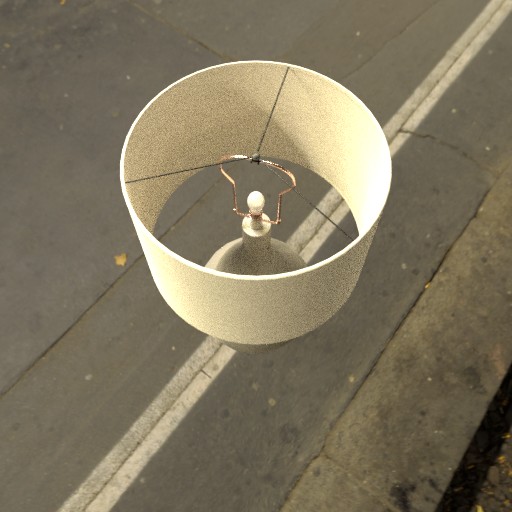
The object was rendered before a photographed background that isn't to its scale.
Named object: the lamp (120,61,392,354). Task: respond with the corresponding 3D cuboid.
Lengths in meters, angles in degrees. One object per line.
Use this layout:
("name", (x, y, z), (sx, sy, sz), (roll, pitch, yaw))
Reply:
("lamp", (0.000, 0.000, 0.737), (0.330, 0.521, 0.330), (0, 64, 0))
